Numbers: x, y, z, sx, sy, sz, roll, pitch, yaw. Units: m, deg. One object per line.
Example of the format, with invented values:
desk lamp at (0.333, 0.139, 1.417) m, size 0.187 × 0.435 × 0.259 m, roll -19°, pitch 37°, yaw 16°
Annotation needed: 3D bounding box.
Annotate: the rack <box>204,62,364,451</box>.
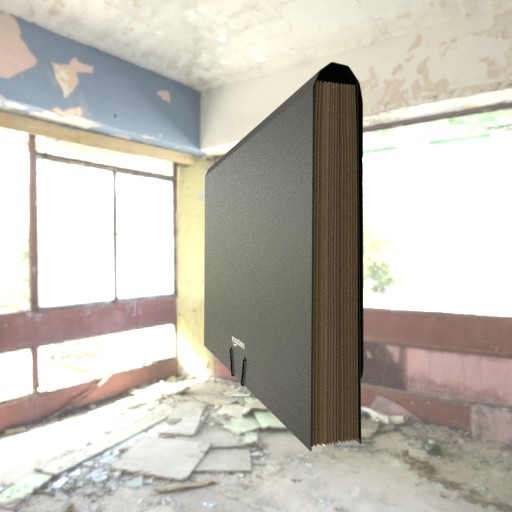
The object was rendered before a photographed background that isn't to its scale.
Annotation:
rack at (0.000, 0.000, 0.433) m, size 0.041 × 0.241 × 0.330 m, roll 0°, pitch 0°, yaw -18°
